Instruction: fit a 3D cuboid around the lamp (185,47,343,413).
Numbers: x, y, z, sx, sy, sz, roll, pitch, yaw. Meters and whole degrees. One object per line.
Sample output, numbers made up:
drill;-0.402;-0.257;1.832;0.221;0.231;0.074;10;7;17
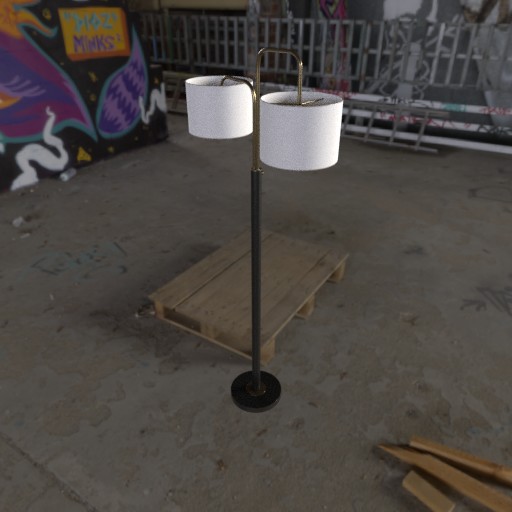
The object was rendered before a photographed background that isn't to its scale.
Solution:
lamp;0.000;0.000;1.845;0.254;1.587;0.711;-21;36;-32
